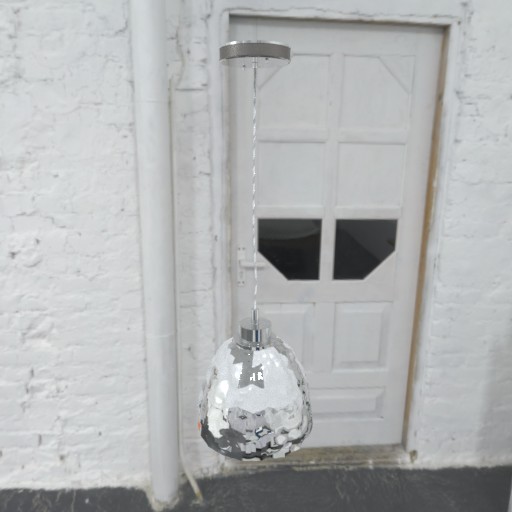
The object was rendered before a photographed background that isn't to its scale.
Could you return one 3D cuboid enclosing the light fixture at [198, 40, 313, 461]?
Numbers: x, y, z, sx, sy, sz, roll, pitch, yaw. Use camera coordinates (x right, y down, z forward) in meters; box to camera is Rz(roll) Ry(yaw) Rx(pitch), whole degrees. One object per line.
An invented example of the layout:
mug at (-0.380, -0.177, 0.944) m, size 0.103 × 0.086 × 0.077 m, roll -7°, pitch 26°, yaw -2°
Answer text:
light fixture at (0.000, 0.000, 1.750) m, size 0.500 × 1.511 × 0.496 m, roll -7°, pitch 17°, yaw -26°
